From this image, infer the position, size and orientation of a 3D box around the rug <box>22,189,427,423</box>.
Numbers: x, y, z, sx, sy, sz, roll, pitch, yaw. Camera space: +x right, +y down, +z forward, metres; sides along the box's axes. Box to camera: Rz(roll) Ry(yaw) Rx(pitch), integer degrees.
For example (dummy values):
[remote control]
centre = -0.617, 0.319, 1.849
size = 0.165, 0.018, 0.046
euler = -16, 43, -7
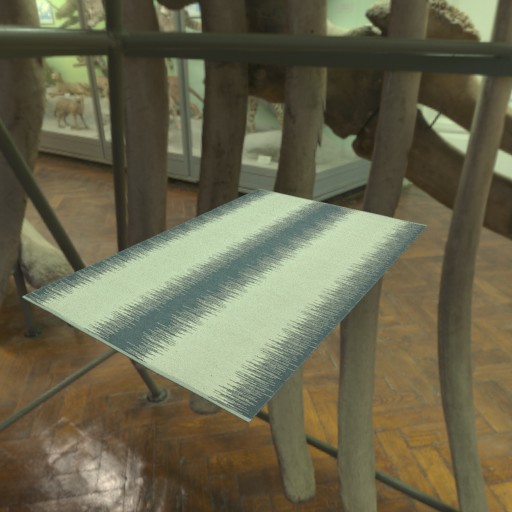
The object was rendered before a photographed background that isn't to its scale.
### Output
[rug]
centre = 0.000, 0.000, 2.313
size = 1.234, 0.006, 1.854
euler = 17, 32, 31
